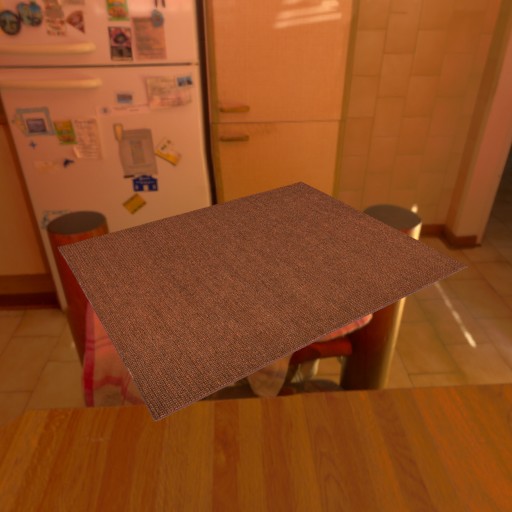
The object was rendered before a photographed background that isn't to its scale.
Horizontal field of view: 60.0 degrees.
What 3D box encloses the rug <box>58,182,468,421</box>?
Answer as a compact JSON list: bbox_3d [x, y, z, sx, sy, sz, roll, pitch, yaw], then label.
[{"bbox_3d":[0.000,0.000,4.217,3.068,0.021,2.456,-19,36,-28],"label":"rug"}]
